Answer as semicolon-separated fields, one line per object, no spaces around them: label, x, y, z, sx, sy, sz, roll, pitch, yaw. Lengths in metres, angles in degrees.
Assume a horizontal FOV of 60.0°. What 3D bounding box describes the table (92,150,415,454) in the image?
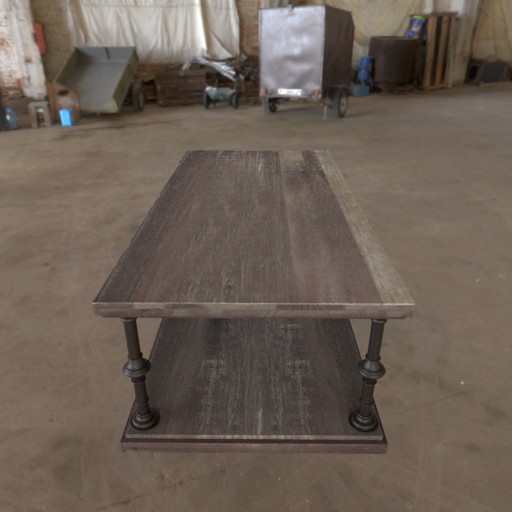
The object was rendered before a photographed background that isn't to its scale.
table;0.000;0.000;1.329;0.554;0.373;1.088;0;27;0
